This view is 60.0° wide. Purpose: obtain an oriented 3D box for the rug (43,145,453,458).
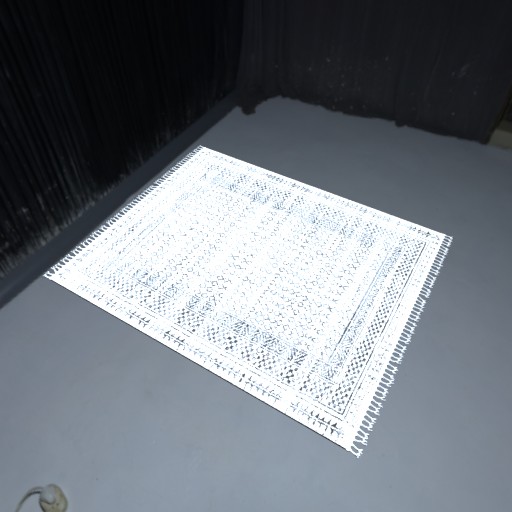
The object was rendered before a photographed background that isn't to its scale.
[{"bbox_3d":[0.000,0.000,3.973,2.940,0.013,2.312,24,52,20],"label":"rug"}]
